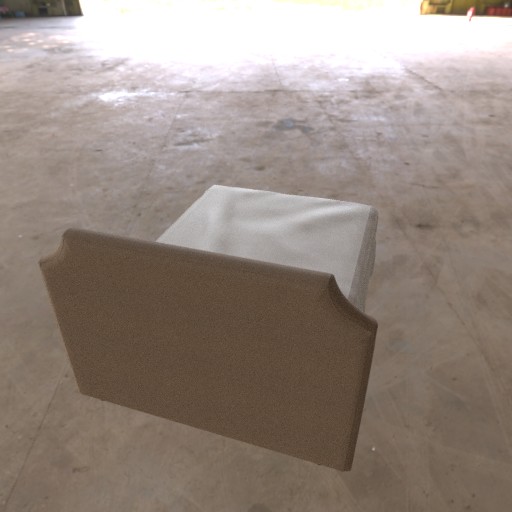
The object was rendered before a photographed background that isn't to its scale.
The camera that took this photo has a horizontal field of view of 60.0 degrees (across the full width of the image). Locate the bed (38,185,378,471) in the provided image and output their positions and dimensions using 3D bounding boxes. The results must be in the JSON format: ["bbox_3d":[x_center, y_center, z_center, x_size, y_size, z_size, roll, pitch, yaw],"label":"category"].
[{"bbox_3d":[0.000,0.000,3.253,1.828,1.303,2.164,10,34,15],"label":"bed"}]
